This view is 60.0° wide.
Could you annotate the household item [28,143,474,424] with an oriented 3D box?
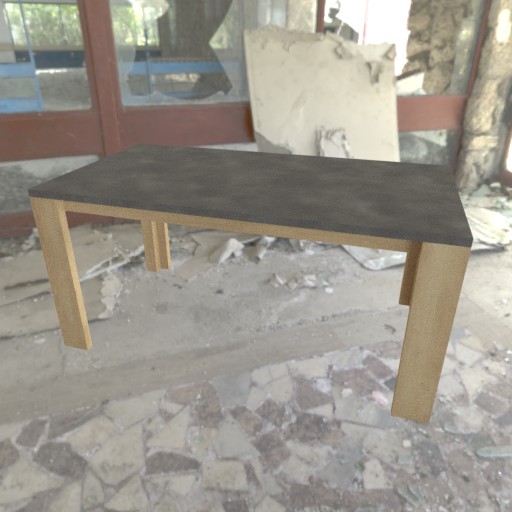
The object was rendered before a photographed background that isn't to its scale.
[{"bbox_3d":[0.000,0.000,2.048,1.600,0.755,0.850,8,28,15],"label":"household item"}]
